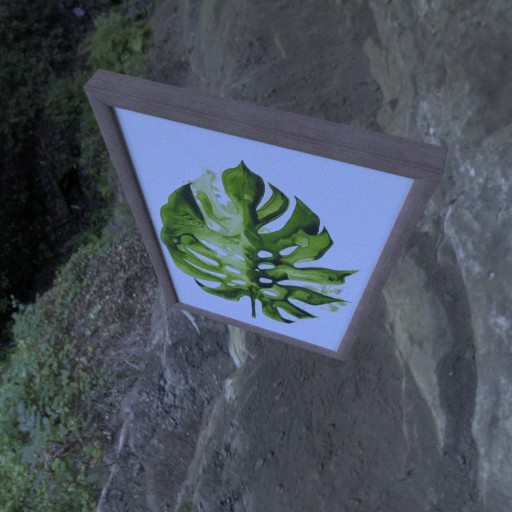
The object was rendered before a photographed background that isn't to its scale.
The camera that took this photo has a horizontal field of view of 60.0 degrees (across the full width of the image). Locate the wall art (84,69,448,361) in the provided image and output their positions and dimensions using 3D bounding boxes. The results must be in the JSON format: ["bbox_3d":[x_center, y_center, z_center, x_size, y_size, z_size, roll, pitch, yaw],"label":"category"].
[{"bbox_3d":[0.000,0.000,0.639,0.356,0.509,0.031,16,60,10],"label":"wall art"}]
